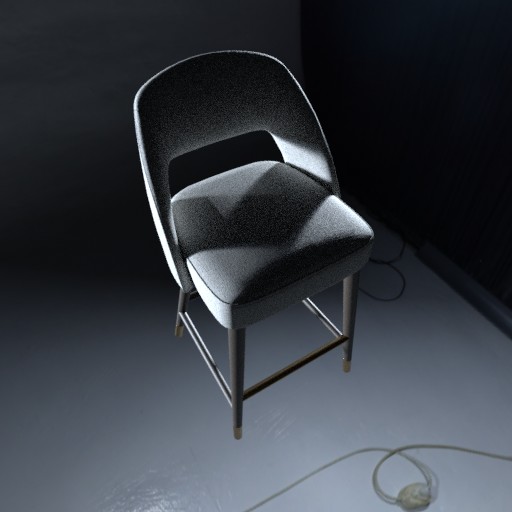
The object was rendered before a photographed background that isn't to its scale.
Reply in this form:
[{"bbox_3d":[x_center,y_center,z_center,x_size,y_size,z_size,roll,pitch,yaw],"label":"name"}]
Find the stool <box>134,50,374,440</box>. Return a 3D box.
[{"bbox_3d":[0.000,0.000,1.240,0.494,0.940,0.509,-24,51,-21],"label":"stool"}]
